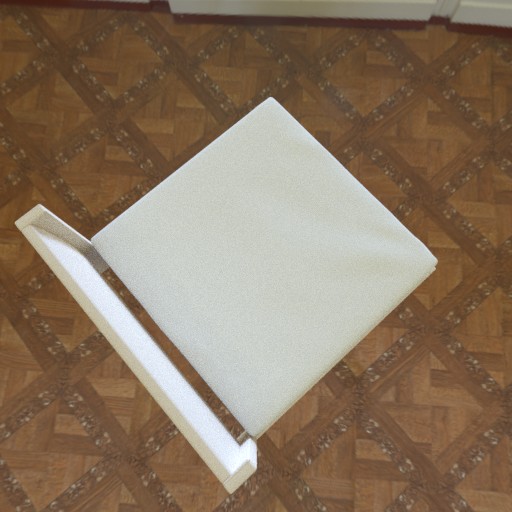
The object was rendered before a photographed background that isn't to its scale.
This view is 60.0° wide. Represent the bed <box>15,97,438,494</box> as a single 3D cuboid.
[{"bbox_3d":[0.000,0.000,3.549,2.293,1.471,2.145,-41,80,-9],"label":"bed"}]
